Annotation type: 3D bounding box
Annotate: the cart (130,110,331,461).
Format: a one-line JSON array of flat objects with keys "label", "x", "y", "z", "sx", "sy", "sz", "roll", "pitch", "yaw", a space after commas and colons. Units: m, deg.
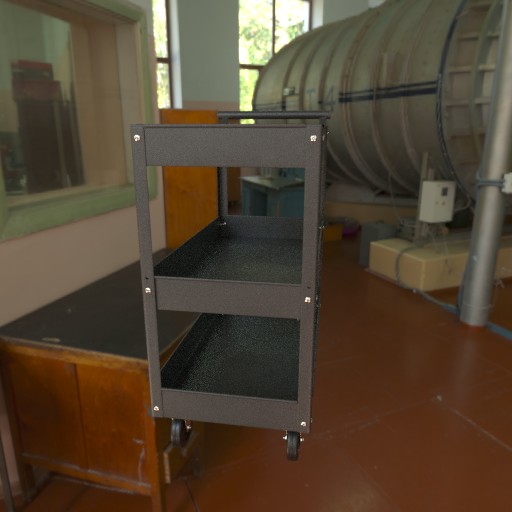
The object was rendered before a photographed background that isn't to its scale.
[{"label": "cart", "x": 0.000, "y": 0.000, "z": 1.211, "sx": 0.366, "sy": 0.780, "sz": 0.719, "roll": 3, "pitch": 16, "yaw": 9}]
